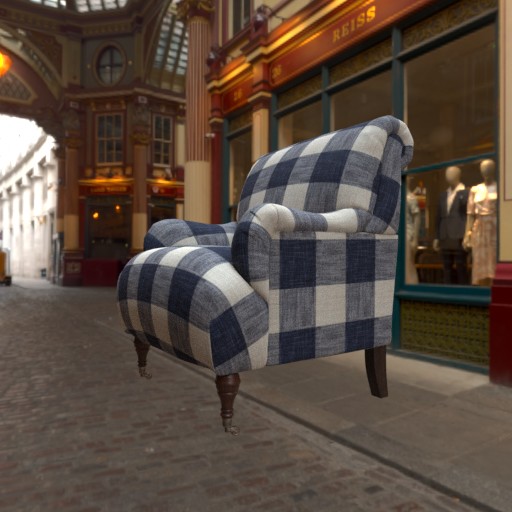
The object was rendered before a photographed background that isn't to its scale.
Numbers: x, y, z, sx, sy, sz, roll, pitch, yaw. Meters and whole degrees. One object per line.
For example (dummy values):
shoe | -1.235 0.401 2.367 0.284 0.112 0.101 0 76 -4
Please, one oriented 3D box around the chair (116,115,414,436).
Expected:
chair | 0.000 0.000 1.607 0.848 0.953 0.781 0 0 -34
